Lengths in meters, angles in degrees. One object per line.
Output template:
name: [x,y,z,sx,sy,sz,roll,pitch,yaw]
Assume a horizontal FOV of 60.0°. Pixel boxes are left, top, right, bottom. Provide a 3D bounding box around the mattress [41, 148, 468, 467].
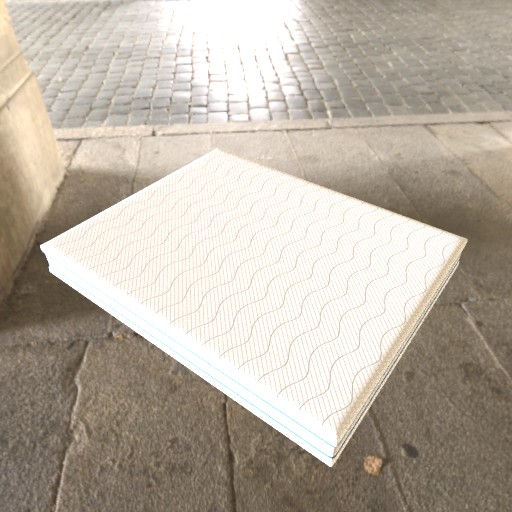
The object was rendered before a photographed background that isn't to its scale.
mattress: [0.000,0.000,2.712,2.000,0.230,1.600,26,46,28]
